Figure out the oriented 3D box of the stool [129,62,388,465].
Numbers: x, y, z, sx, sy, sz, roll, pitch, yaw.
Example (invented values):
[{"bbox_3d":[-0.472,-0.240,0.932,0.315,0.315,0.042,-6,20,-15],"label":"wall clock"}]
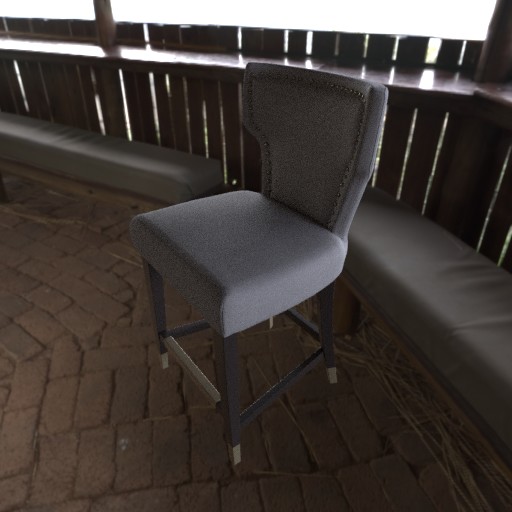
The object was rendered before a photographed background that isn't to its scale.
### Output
[{"bbox_3d":[0.000,0.000,1.306,0.563,0.982,0.527,-21,37,-30],"label":"stool"}]
